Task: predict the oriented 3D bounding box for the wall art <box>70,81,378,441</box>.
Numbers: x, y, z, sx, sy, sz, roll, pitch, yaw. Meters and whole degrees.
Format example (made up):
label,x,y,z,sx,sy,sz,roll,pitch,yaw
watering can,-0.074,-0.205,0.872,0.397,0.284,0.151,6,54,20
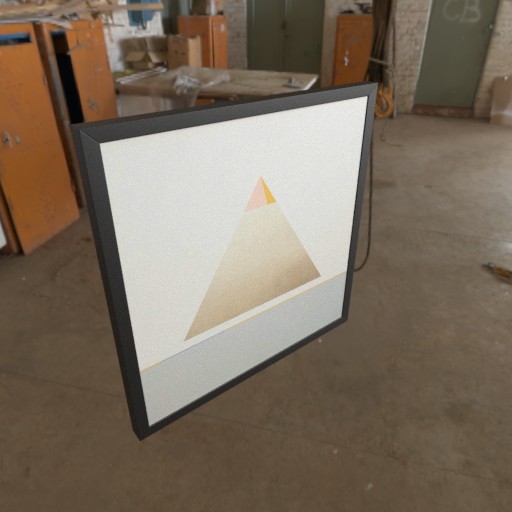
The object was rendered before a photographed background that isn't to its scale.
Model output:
label,x,y,z,sx,sy,sz,roll,pitch,yaw
wall art,0.000,0.000,0.754,0.513,0.511,0.028,-22,36,-33
